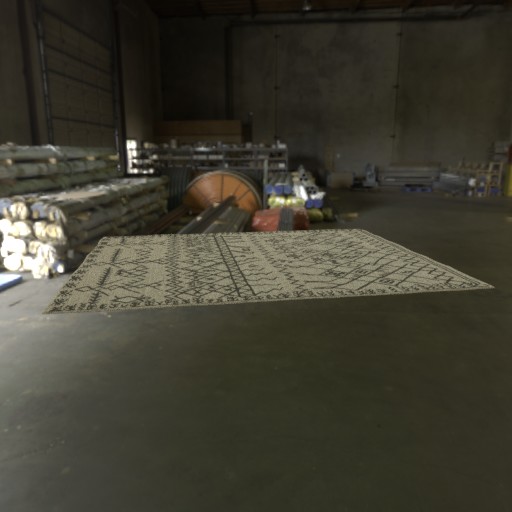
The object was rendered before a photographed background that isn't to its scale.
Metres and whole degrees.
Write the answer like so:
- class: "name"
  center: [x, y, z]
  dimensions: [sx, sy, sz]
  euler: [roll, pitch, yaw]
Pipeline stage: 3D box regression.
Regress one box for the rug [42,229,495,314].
- class: "rug"
  center: [0.000, 0.000, 3.262]
  dimensions: [2.455, 0.025, 1.964]
  euler: [-2, 14, -10]
